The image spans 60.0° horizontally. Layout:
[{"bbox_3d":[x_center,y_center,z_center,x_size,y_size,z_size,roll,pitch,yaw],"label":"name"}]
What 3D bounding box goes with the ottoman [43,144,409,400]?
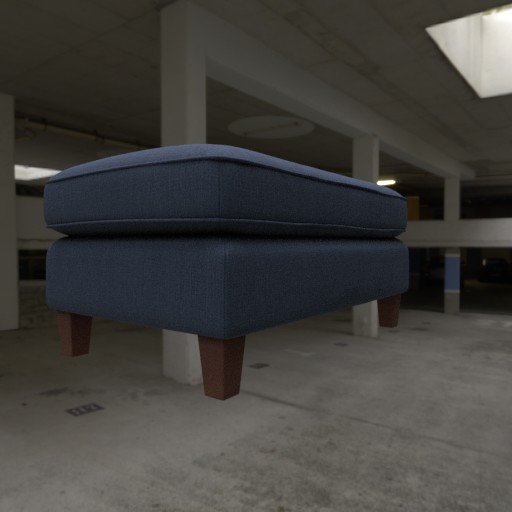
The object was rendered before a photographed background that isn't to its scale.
[{"bbox_3d":[0.000,0.000,1.168,0.570,0.438,0.885,1,2,37],"label":"ottoman"}]
